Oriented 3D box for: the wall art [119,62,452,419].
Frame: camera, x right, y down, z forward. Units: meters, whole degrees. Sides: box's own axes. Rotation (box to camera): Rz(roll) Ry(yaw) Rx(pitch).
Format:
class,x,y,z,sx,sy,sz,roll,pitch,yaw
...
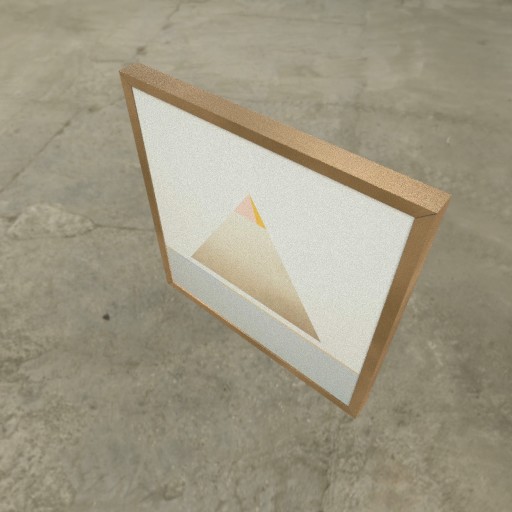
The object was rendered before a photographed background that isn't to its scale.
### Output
class,x,y,z,sx,sy,sz,roll,pitch,yaw
wall art,0.000,0.000,0.761,0.513,0.511,0.038,31,54,26
